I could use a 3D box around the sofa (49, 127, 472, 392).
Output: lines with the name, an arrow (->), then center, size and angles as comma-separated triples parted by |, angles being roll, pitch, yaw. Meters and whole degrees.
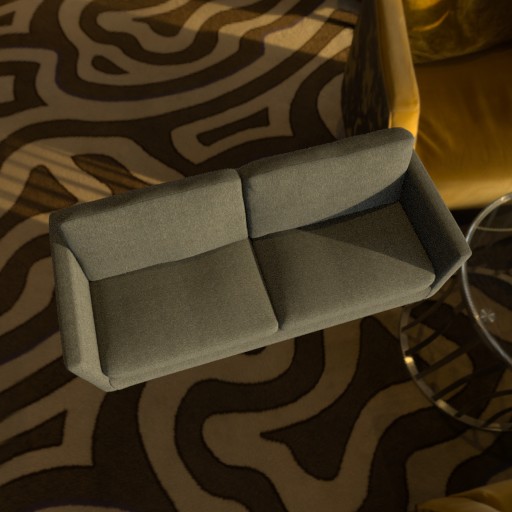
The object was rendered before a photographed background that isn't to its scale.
sofa -> 0.000, 0.000, 2.686 | 2.208, 0.965, 0.948 | -15, 65, -7
